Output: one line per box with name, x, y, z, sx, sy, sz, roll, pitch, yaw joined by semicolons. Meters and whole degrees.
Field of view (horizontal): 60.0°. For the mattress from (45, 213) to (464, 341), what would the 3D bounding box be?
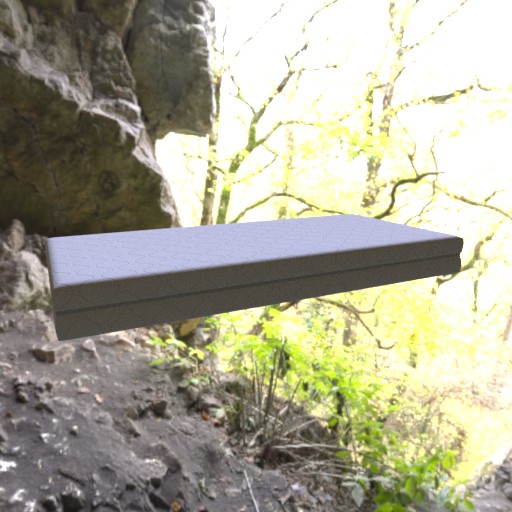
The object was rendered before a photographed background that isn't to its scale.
mattress;0.000;0.000;2.234;1.900;0.200;0.900;-7;15;-25
